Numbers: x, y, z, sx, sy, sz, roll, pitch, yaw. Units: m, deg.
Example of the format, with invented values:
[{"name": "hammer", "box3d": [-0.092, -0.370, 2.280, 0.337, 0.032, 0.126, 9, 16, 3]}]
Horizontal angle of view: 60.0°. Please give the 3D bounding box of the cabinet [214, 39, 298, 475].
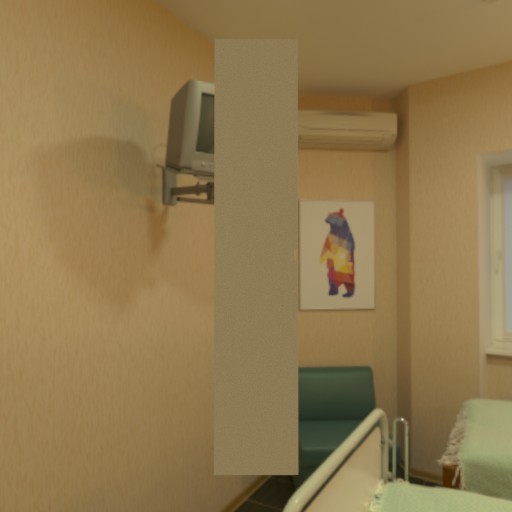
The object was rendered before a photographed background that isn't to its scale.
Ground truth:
[{"name": "cabinet", "box3d": [0.000, 0.000, 1.573, 0.269, 1.400, 0.300, 0, -1, 0]}]
